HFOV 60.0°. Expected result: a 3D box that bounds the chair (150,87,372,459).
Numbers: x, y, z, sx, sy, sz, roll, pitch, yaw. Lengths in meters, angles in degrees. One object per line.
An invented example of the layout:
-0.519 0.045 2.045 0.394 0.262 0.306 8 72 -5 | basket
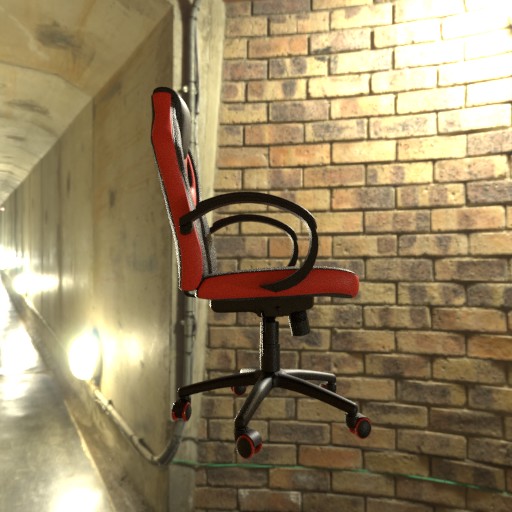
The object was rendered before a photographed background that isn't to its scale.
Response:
0.000 0.000 1.391 0.642 1.016 0.600 0 -1 -1 | chair
